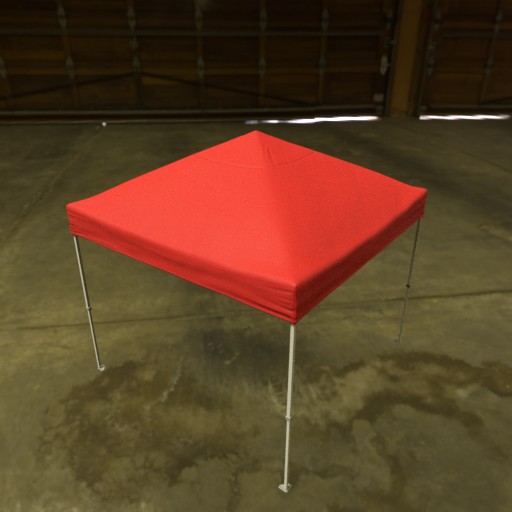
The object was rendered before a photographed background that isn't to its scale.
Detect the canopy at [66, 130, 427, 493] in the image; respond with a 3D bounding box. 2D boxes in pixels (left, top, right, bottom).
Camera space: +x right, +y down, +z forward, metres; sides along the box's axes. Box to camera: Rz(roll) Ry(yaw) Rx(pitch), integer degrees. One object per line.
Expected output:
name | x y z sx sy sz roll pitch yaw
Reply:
canopy | 0.000 0.000 5.426 2.998 2.997 2.996 18 31 33
